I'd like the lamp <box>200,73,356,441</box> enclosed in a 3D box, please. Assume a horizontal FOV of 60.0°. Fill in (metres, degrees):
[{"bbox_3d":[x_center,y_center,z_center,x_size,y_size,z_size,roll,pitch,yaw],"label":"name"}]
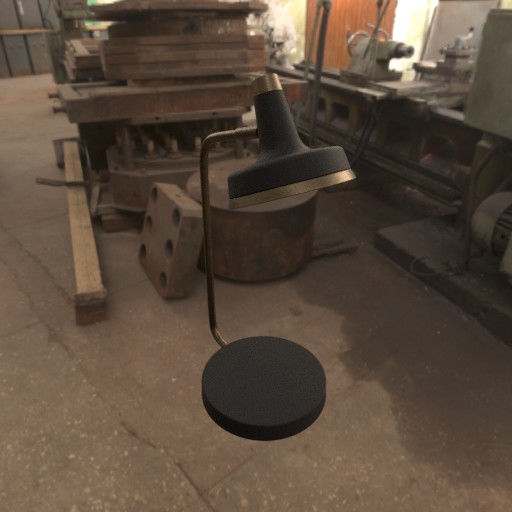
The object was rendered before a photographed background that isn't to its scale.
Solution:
[{"bbox_3d":[0.000,0.000,0.498,0.162,0.385,0.218,-21,35,-32],"label":"lamp"}]
